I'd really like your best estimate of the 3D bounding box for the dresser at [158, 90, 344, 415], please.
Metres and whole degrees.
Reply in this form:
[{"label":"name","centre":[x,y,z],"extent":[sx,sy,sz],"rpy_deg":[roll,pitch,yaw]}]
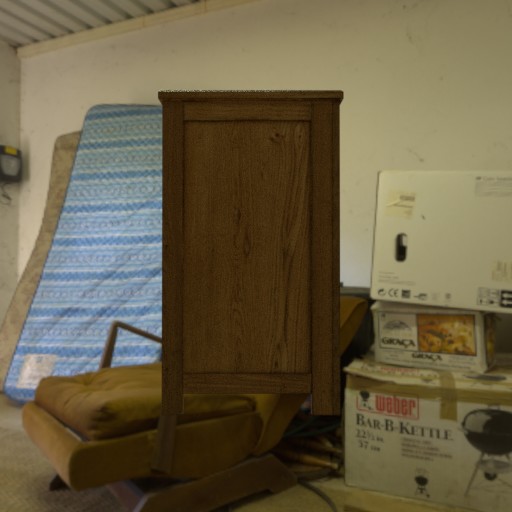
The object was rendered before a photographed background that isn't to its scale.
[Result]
[{"label":"dresser","centre":[0.000,0.000,2.089],"extent":[0.563,0.932,1.657],"rpy_deg":[0,-1,0]}]
